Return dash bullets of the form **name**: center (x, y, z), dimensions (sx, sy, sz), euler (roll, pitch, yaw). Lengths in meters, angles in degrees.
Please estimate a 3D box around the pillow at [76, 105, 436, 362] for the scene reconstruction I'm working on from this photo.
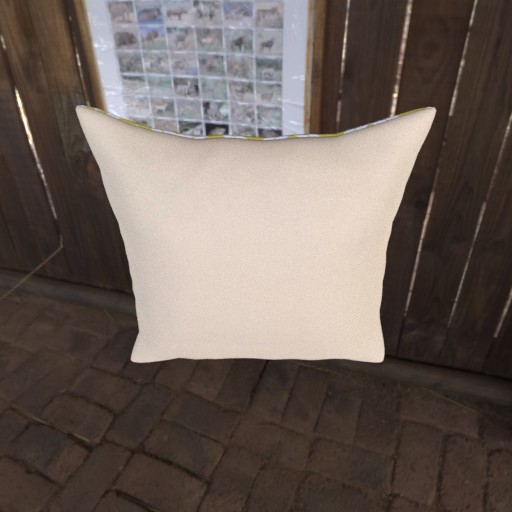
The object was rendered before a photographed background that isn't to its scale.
- **pillow**: center (0.000, 0.000, 0.749), dimensions (0.504, 0.494, 0.188), euler (0, 32, 0)
